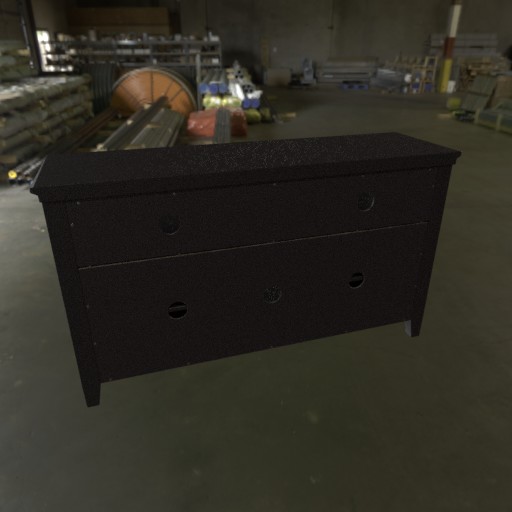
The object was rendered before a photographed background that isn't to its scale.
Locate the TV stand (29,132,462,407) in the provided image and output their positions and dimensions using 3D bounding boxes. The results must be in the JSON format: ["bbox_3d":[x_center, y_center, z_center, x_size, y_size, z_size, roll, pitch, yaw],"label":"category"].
[{"bbox_3d":[0.000,0.000,1.469,1.198,0.681,0.347,-8,27,-16],"label":"TV stand"}]
